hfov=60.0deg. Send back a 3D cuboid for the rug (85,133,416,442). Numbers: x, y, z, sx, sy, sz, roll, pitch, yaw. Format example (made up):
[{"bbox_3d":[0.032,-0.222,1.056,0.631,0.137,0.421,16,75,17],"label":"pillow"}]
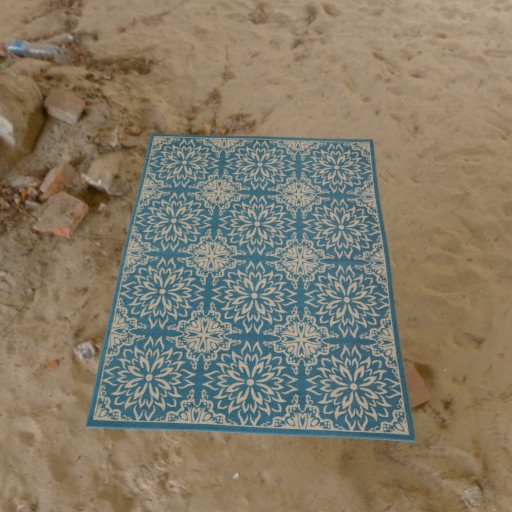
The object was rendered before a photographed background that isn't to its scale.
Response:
[{"bbox_3d":[0.000,0.000,3.895,2.350,0.018,2.964,2,58,1],"label":"rug"}]
